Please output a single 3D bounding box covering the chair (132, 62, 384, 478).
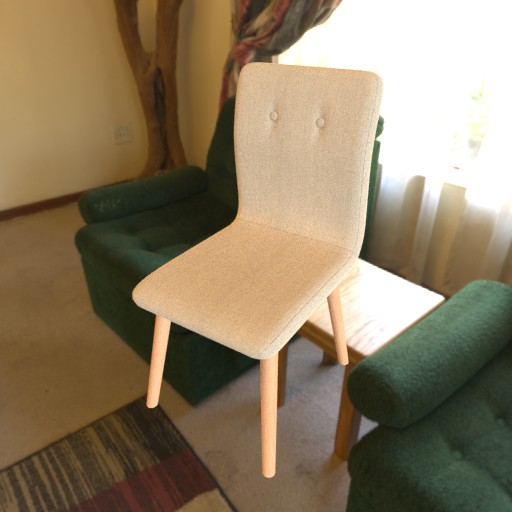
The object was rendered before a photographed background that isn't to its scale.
[{"bbox_3d":[0.000,0.000,1.175,0.435,0.885,0.550,18,34,28],"label":"chair"}]
